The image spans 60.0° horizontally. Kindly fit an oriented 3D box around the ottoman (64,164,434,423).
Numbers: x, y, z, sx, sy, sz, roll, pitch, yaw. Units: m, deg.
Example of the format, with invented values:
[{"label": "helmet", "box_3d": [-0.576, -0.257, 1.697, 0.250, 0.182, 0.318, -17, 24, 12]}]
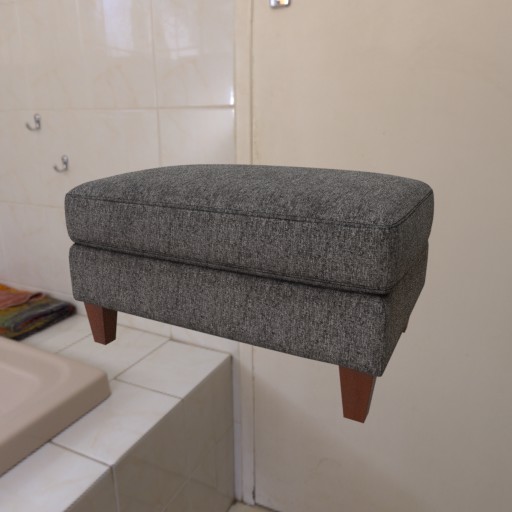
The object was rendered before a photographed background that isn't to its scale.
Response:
[{"label": "ottoman", "box_3d": [0.000, 0.000, 1.234, 0.864, 0.483, 0.584, 9, 19, 26]}]
